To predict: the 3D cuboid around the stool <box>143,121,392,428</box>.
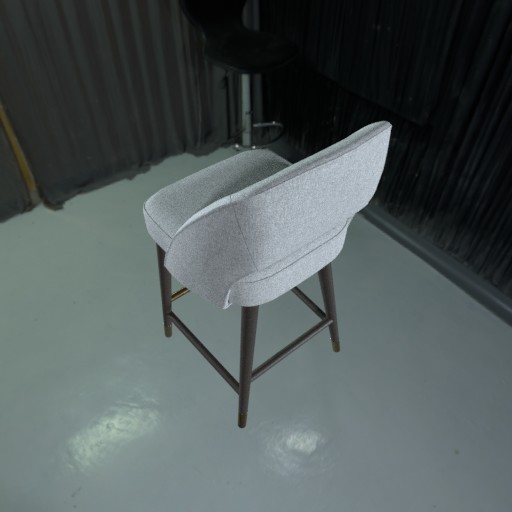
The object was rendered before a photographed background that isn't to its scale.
[{"bbox_3d":[0.000,0.000,1.242,0.494,0.940,0.509,-31,54,-26],"label":"stool"}]
